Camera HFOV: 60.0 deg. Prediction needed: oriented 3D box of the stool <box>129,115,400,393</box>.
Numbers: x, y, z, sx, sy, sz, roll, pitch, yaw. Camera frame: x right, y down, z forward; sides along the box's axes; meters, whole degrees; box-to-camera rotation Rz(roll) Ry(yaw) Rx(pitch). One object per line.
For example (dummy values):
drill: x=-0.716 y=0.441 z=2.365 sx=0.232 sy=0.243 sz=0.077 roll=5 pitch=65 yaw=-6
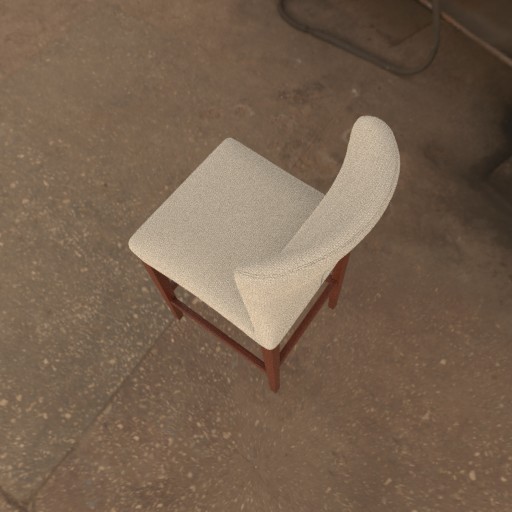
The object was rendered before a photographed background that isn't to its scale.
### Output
stool: x=0.000 y=0.000 z=1.356 sx=0.568 sy=1.069 sz=0.481 roll=33 pitch=69 yaw=15
